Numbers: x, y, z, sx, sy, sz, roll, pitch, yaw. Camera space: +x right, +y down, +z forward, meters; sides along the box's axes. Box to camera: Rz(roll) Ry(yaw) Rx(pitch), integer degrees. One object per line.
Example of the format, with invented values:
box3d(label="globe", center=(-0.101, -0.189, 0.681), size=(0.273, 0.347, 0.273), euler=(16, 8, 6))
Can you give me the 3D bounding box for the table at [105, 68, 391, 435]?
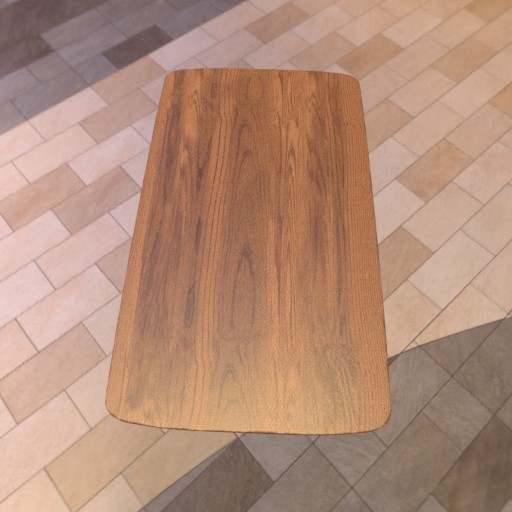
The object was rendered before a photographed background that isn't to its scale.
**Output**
box3d(label="table", center=(0.000, 0.000, 2.112), size=(0.949, 0.765, 1.643), euler=(2, 63, 1))
